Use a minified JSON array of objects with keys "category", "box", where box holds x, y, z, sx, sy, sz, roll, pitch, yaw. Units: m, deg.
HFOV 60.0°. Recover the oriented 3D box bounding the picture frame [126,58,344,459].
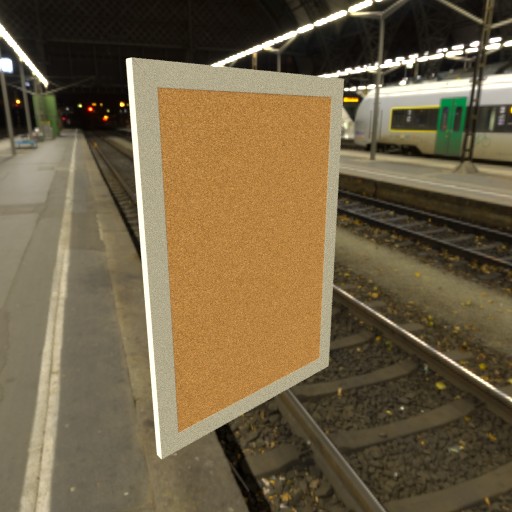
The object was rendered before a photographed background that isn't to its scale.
[{"category":"picture frame","box":[0.000,0.000,0.592,0.326,0.459,0.011,-15,22,-40]}]
